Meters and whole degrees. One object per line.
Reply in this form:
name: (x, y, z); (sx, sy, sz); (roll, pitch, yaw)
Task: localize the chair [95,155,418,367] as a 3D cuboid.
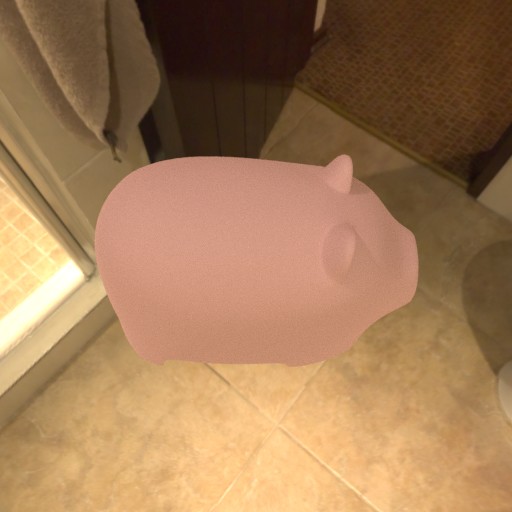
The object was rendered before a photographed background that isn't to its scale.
chair: (0.000, 0.000, 0.857); (0.619, 0.423, 0.364); (2, 64, 1)
